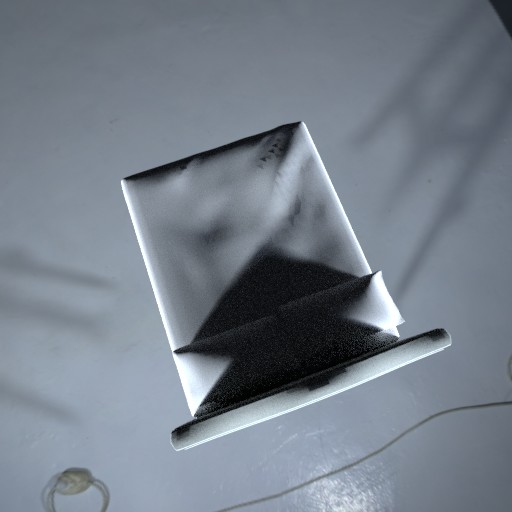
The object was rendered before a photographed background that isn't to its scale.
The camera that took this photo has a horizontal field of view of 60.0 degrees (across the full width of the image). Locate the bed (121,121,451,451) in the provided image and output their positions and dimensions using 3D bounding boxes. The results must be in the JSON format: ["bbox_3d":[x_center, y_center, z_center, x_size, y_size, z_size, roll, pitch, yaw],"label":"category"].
[{"bbox_3d":[0.000,0.000,3.399,1.813,1.607,2.180,-19,75,-5],"label":"bed"}]
